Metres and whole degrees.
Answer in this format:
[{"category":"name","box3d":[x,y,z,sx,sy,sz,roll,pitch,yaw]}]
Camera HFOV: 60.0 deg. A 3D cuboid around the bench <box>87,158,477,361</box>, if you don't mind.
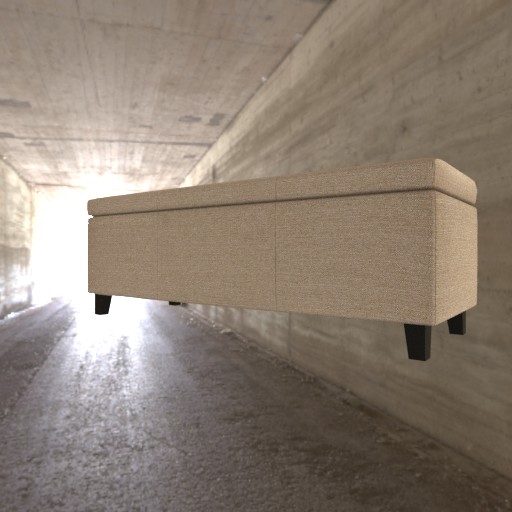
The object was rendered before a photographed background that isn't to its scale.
[{"category":"bench","box3d":[0.000,0.000,1.452,1.269,0.438,0.446,0,1,36]}]
